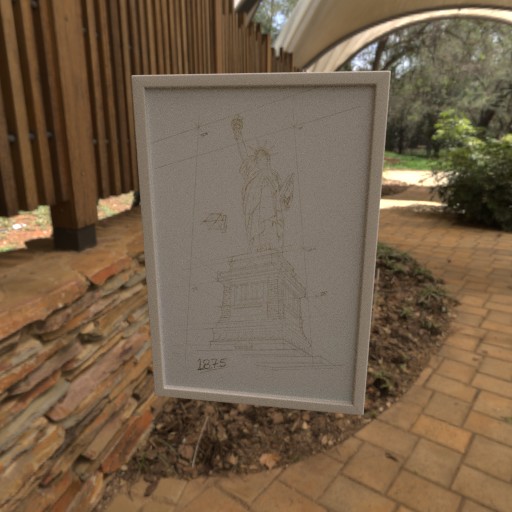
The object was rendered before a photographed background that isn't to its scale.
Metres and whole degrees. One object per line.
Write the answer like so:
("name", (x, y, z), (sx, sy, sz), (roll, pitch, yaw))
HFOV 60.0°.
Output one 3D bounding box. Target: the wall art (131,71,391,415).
("wall art", (0.000, 0.000, 1.064), (0.556, 0.813, 0.026), (3, 17, 9))
